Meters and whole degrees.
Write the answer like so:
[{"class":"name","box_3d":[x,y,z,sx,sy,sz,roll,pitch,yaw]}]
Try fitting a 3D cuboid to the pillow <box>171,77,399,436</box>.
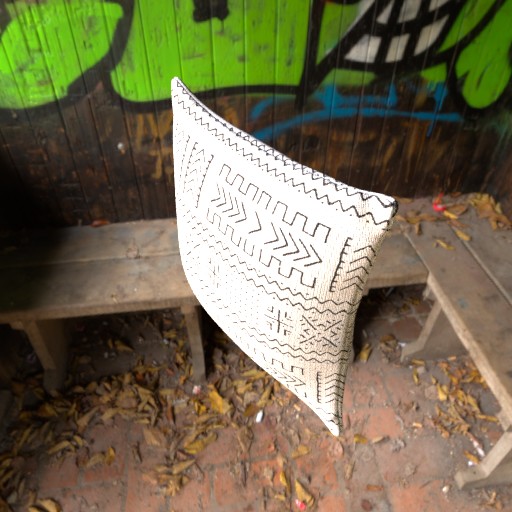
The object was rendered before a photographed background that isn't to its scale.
[{"class":"pillow","box_3d":[0.000,0.000,0.676,0.164,0.430,0.438,-26,47,-27]}]
